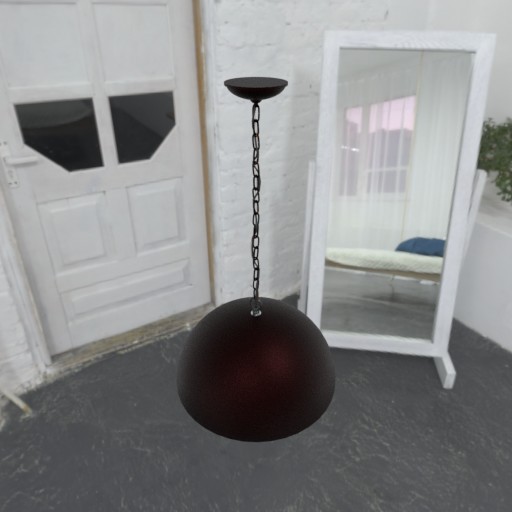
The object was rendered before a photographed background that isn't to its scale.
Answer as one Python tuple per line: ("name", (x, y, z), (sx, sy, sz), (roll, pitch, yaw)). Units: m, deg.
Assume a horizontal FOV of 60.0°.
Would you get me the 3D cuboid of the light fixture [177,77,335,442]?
("light fixture", (0.000, 0.000, 1.175), (0.492, 0.869, 0.492), (19, 36, 30))
